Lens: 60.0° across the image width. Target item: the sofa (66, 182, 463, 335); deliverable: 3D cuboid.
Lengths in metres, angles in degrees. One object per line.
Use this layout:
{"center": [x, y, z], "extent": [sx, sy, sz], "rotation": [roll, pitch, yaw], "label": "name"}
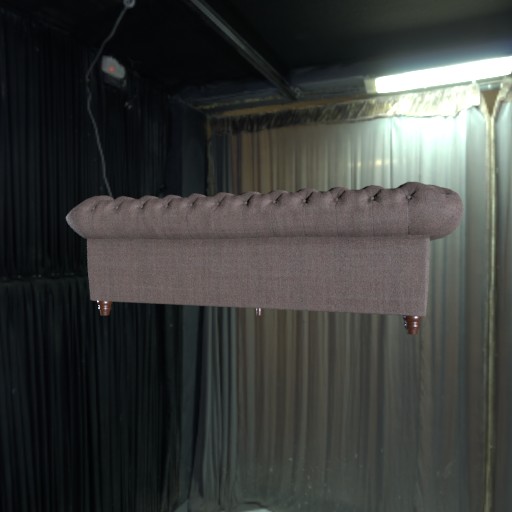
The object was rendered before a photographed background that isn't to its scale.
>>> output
{"center": [0.000, 0.000, 2.875], "extent": [2.385, 0.787, 0.944], "rotation": [0, 1, 20], "label": "sofa"}
